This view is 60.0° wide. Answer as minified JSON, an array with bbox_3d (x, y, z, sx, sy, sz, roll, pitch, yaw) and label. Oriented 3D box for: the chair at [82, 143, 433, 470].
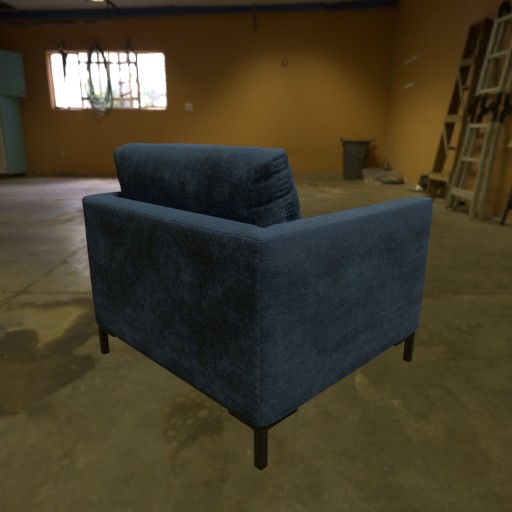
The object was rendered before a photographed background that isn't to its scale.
[{"bbox_3d":[0.000,0.000,1.634,0.875,0.812,0.964,-15,21,-43],"label":"chair"}]
